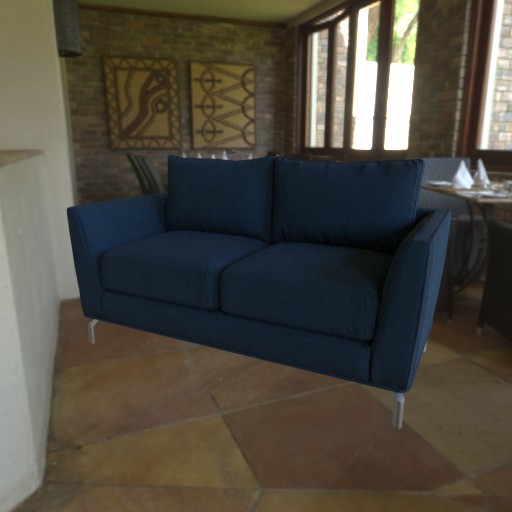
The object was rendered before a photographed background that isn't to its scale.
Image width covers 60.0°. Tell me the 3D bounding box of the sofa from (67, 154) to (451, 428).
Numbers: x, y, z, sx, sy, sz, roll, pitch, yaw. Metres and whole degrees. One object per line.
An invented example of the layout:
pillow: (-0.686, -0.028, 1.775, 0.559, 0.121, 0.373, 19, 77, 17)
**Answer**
sofa: (0.000, 0.000, 2.297, 1.770, 1.002, 0.853, 7, 16, 26)
